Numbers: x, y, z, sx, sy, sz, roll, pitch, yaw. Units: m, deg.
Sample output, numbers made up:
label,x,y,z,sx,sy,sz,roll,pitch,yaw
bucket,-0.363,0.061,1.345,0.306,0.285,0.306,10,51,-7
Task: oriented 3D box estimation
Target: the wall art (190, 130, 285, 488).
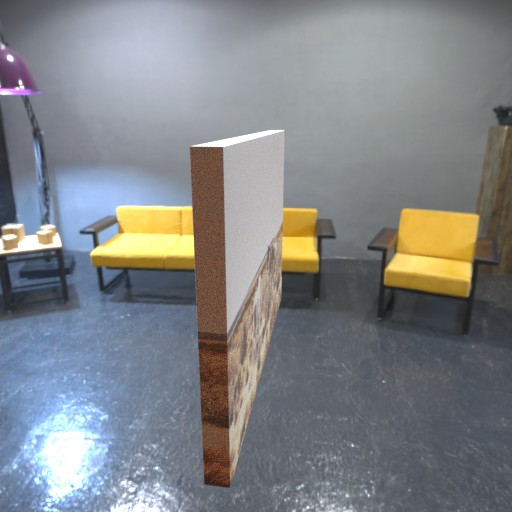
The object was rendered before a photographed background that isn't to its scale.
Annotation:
label,x,y,z,sx,sy,sz,roll,pitch,yaw
wall art,0.000,0.000,1.158,0.050,0.610,0.914,3,17,9
